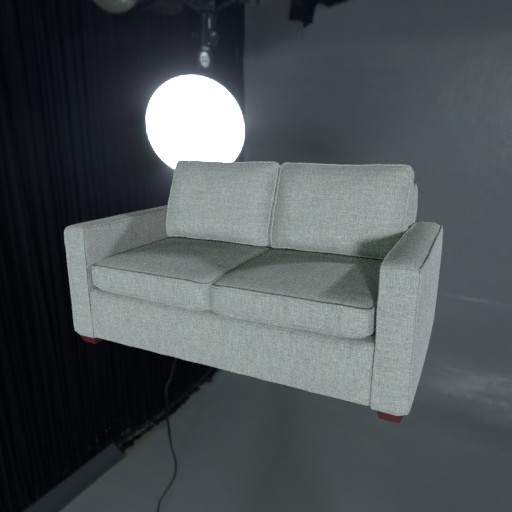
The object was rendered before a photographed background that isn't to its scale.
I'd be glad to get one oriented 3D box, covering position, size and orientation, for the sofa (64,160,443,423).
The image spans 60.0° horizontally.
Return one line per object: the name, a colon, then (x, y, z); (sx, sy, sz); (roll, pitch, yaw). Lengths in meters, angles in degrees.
sofa: (0.000, 0.000, 2.251); (1.706, 0.915, 0.945); (7, 16, 25)
